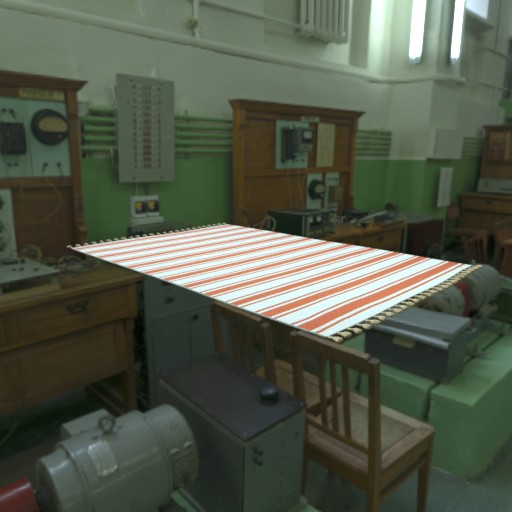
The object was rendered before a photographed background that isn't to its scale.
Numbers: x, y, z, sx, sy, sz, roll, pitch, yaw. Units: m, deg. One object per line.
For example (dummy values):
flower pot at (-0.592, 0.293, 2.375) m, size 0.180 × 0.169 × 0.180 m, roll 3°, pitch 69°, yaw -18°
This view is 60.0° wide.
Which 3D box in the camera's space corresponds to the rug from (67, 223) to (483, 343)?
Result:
rug at (0.000, 0.000, 2.994) m, size 2.433 × 0.022 × 1.556 m, roll 13°, pitch 18°, yaw 43°
